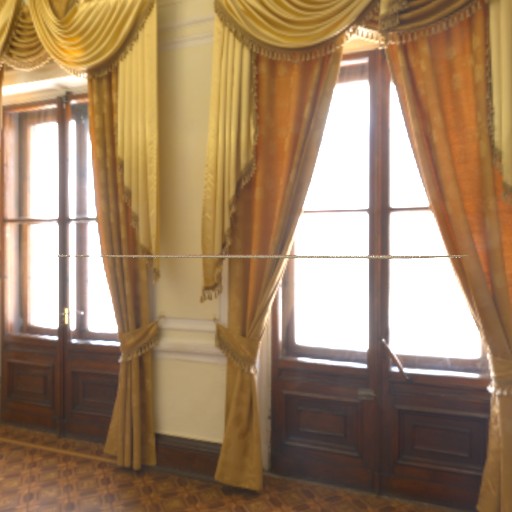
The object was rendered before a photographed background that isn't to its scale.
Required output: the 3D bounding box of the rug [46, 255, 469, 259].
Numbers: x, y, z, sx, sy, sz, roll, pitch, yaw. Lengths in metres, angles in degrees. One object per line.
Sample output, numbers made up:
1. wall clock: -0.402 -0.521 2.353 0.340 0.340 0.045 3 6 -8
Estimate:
1. rug: 0.000 0.000 1.074 0.868 0.004 0.556 0 0 33
